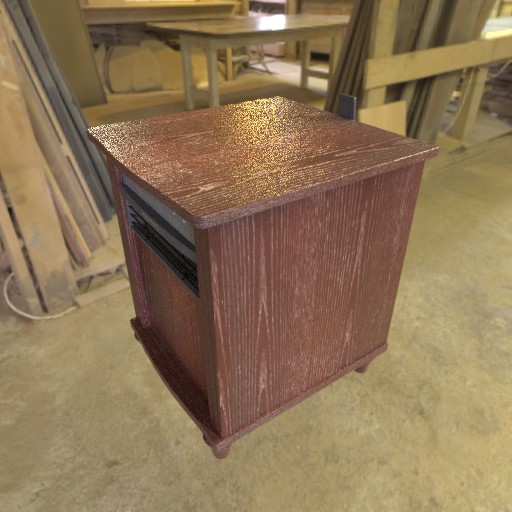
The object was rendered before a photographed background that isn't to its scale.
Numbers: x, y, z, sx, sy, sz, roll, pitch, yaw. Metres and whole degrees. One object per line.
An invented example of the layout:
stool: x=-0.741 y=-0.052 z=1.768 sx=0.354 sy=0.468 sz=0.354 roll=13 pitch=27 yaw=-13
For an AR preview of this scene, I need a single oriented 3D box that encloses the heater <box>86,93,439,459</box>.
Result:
heater: x=0.000 y=0.000 z=0.753 sx=0.400 sy=0.481 sz=0.362 roll=-20 pitch=38 yaw=-29
